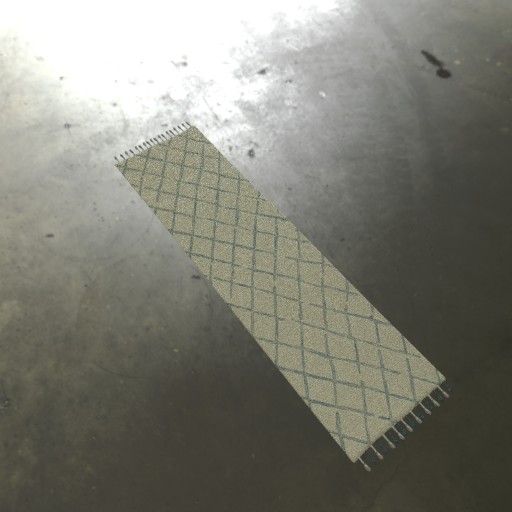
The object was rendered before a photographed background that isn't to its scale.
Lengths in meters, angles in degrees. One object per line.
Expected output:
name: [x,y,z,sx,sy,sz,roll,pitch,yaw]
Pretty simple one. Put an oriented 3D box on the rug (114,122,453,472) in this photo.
rug: [0.000,0.000,2.526,0.620,0.008,2.372,-33,64,-19]
